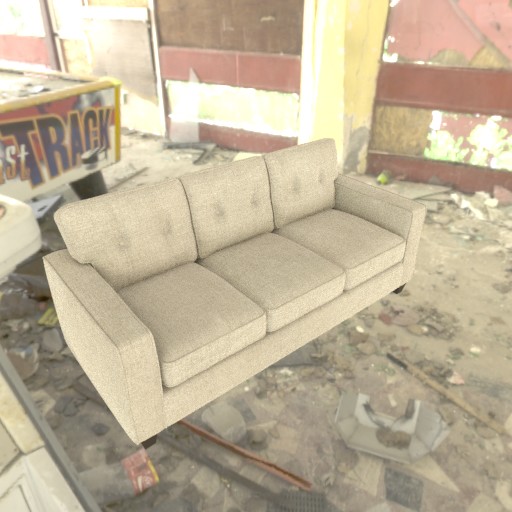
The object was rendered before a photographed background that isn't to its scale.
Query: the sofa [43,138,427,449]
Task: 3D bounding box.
[{"bbox_3d":[0.000,0.000,2.638,2.133,0.965,0.939,-23,37,-33],"label":"sofa"}]
